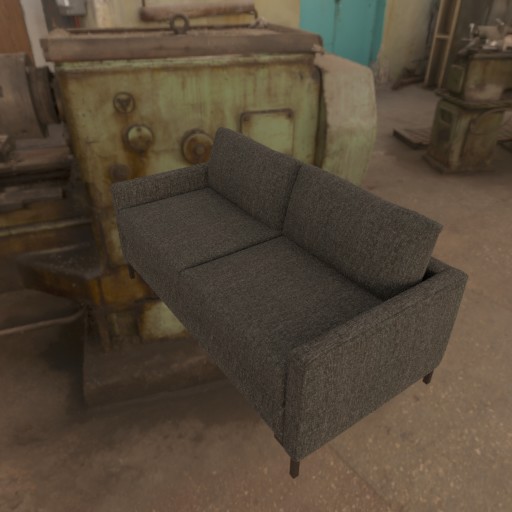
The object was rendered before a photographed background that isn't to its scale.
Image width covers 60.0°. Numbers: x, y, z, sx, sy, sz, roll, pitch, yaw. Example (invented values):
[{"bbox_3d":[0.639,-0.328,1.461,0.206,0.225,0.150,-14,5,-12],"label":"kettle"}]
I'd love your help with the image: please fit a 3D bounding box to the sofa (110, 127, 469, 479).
[{"bbox_3d":[0.000,0.000,2.199,0.866,0.862,1.716,-20,37,-29],"label":"sofa"}]
